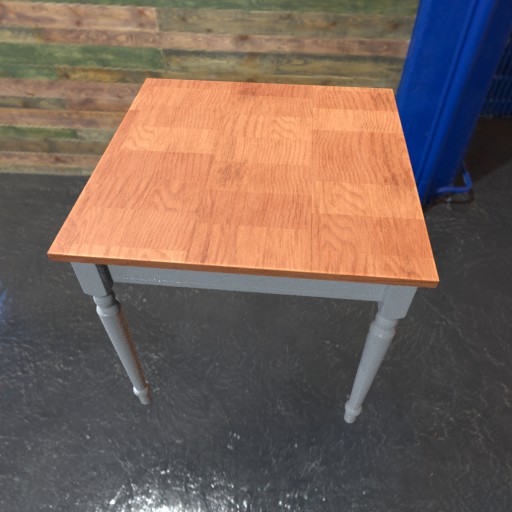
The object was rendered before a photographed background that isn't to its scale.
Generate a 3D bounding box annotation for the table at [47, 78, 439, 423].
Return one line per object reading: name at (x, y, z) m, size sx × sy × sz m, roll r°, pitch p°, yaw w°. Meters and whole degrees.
table at (0.000, 0.000, 1.360) m, size 0.747 × 0.738 × 0.747 m, roll 4°, pitch 47°, yaw 4°
